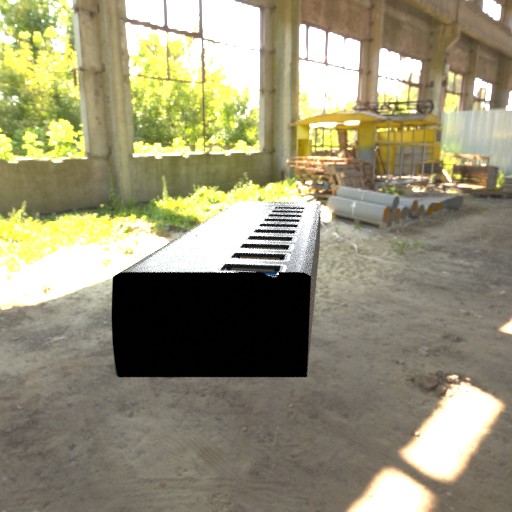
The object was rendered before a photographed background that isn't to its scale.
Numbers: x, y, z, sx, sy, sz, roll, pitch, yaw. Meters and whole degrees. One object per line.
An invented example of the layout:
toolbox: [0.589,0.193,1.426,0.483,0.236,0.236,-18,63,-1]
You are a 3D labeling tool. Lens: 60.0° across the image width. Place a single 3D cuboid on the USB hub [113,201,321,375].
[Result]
USB hub: [0.000,0.000,0.163,0.044,0.023,0.145,2,14,9]
